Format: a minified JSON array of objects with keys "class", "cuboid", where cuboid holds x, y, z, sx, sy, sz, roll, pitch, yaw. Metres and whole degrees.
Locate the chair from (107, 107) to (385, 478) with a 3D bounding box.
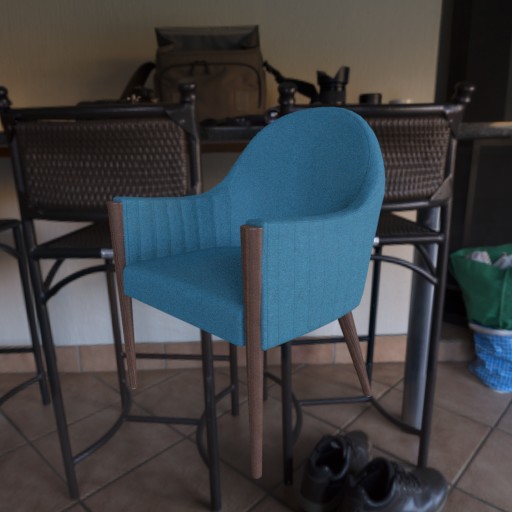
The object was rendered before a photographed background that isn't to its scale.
[{"class":"chair","cuboid":[0.000,0.000,1.367,0.656,0.907,0.652,14,19,43]}]
